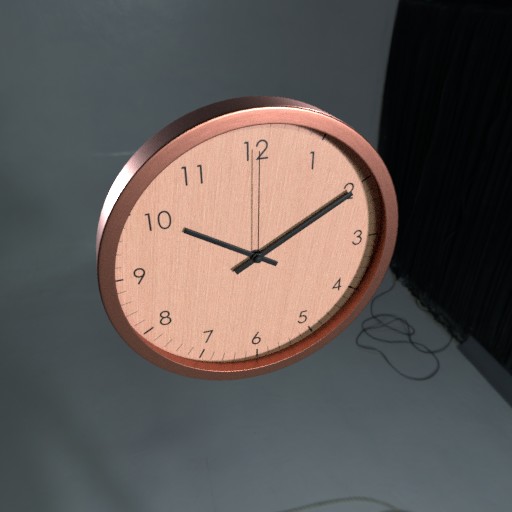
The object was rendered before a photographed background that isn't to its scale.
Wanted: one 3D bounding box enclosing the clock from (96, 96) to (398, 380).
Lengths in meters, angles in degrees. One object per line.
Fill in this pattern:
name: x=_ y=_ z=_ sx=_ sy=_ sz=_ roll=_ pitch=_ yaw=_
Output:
clock: x=0.000 y=0.000 z=0.462 sx=0.313 sy=0.313 sz=0.040 roll=-10 pitch=33 yaw=-16
